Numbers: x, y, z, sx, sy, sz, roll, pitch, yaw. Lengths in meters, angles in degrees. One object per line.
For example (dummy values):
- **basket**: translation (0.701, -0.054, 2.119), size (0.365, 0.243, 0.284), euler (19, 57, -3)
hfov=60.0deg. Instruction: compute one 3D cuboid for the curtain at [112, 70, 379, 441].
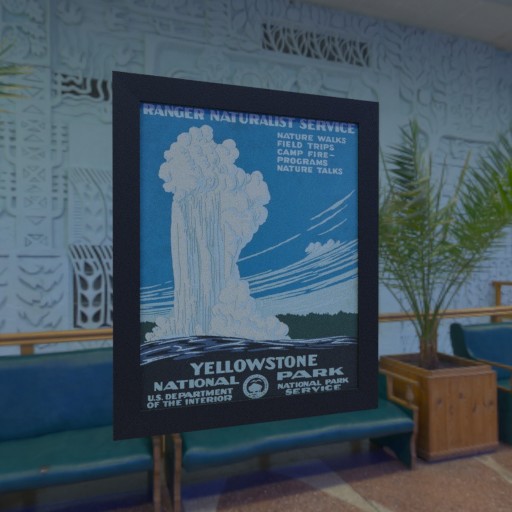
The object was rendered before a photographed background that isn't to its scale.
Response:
- **curtain**: translation (0.000, 0.000, 0.785), size (0.483, 0.585, 0.027), euler (0, 0, -18)
